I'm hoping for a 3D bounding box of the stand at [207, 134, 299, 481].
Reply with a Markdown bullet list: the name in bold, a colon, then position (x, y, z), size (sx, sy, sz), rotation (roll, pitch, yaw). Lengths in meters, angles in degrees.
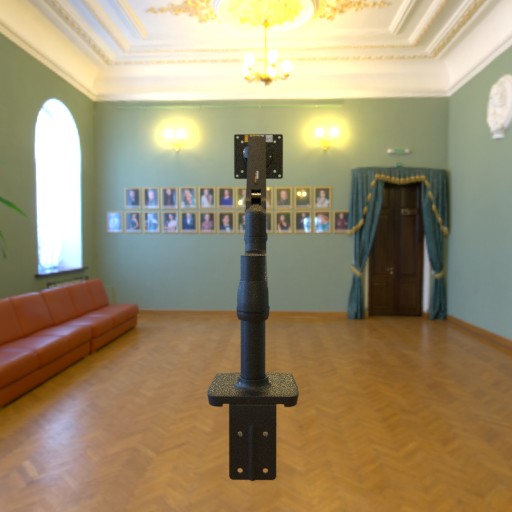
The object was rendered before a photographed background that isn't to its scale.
- **stand**: position (0.000, 0.000, 1.026), size (0.152, 0.713, 0.650), rotation (0, 2, 1)
